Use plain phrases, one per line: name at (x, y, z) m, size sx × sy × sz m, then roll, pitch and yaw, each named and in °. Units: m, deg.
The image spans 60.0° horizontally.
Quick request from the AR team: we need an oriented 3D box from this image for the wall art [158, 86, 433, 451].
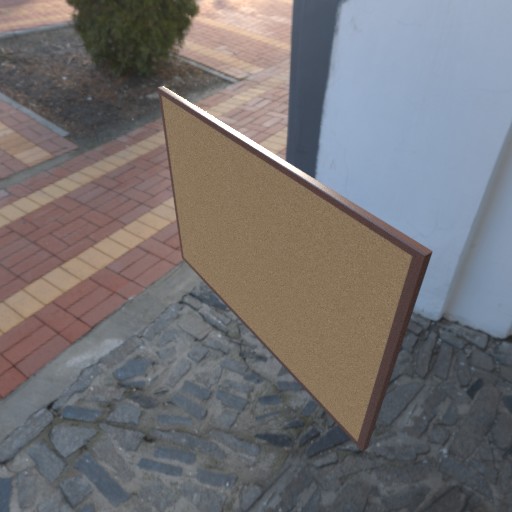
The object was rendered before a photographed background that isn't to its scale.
wall art at (0.000, 0.000, 0.847) m, size 0.014 × 0.455 × 0.660 m, roll -25°, pitch 46°, yaw -27°
